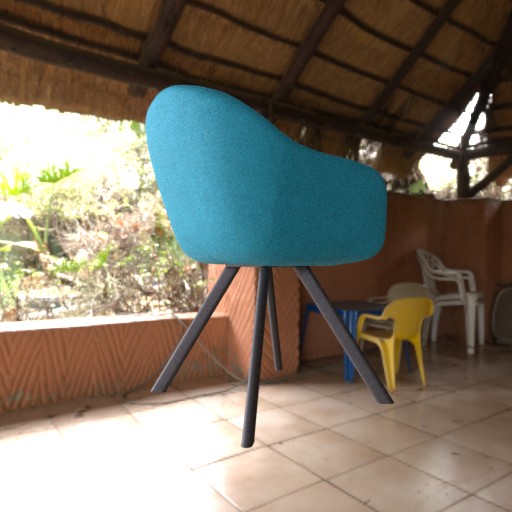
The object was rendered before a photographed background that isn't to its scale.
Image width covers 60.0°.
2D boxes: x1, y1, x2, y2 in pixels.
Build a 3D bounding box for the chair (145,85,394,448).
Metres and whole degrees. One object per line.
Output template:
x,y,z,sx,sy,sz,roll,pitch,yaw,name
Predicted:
0.000,0.000,1.197,0.565,0.775,0.545,0,-1,-36,chair
